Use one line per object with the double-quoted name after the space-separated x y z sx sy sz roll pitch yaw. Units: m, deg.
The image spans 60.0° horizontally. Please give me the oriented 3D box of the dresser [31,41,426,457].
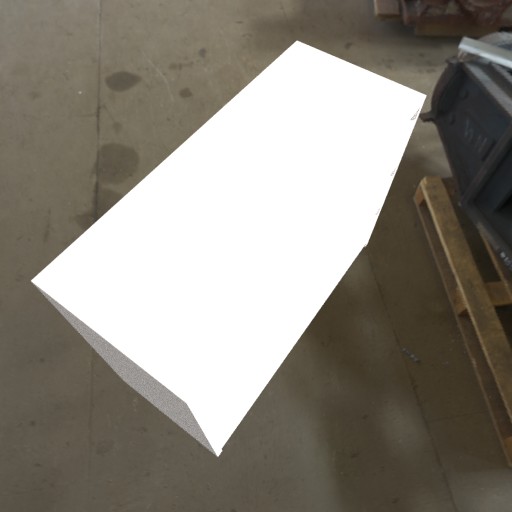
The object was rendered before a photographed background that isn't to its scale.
0.000 0.000 1.511 0.460 0.820 1.100 32 64 18 "dresser"
